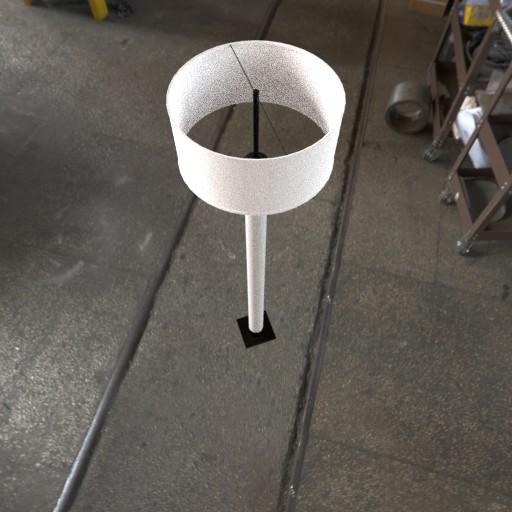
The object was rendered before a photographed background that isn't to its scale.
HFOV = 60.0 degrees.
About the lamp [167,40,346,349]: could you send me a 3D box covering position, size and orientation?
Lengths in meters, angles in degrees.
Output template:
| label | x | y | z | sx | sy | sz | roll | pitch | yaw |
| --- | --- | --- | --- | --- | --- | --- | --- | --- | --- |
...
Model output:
| label | x | y | z | sx | sy | sz | roll | pitch | yaw |
| --- | --- | --- | --- | --- | --- | --- | --- | --- | --- |
| lamp | 0.000 | 0.000 | 1.659 | 0.420 | 1.475 | 0.420 | -16 | 60 | -10 |
